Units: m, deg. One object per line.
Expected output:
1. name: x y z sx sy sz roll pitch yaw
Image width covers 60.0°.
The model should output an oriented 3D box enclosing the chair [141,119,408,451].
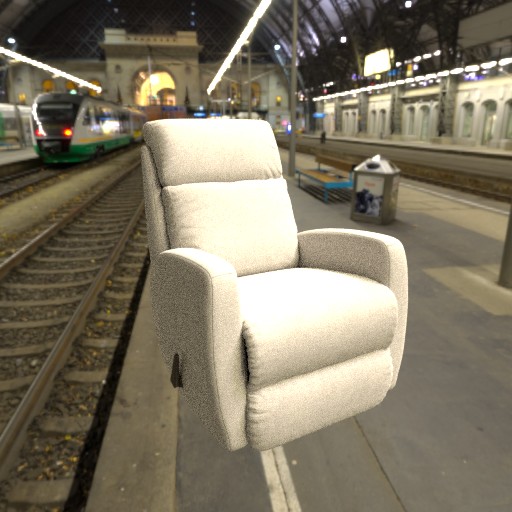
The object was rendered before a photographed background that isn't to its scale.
1. chair: 0.000 0.000 1.704 0.812 1.015 0.941 -9 19 -28
